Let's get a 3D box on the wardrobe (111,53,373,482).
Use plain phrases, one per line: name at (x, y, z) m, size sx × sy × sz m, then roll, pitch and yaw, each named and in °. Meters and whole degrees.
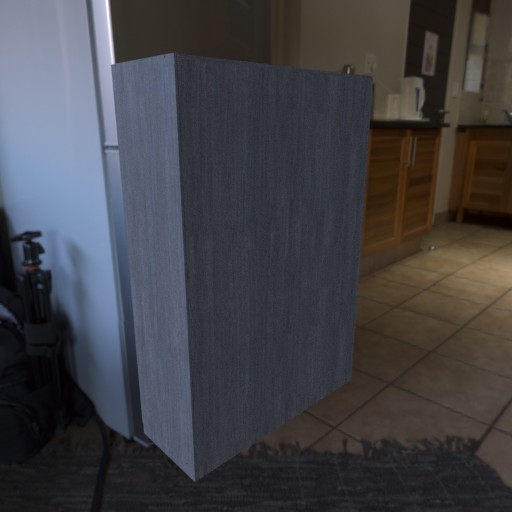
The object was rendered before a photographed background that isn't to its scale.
wardrobe at (0.000, 0.000, 2.469) m, size 1.290 × 1.910 × 0.510 m, roll -15°, pitch 23°, yaw -41°
